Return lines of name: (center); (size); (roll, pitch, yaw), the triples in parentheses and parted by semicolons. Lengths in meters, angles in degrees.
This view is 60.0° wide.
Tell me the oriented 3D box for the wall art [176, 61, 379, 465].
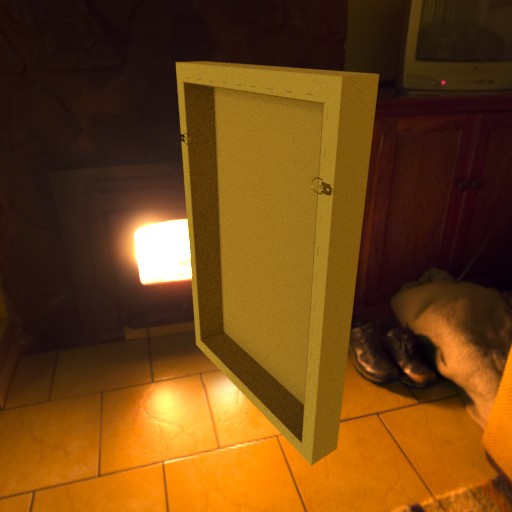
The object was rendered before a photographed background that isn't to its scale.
wall art: (0.000, 0.000, 0.485); (0.039, 0.381, 0.252); (-17, 31, -31)
